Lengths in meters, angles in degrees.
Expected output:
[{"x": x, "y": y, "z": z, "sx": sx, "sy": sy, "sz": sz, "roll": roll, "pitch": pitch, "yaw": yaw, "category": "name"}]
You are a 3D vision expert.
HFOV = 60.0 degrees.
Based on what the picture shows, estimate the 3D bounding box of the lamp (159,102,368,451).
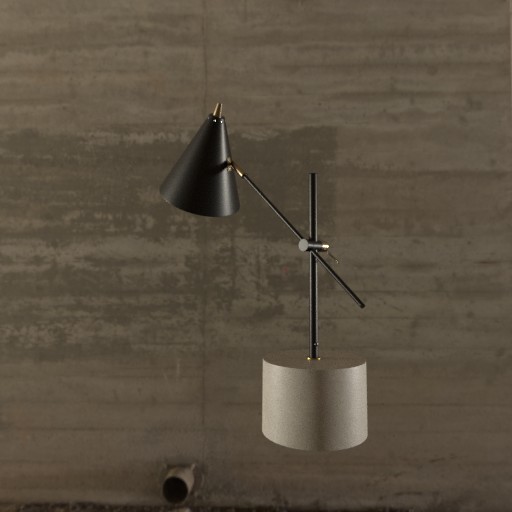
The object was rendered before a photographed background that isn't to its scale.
[{"x": 0.000, "y": 0.000, "z": 0.730, "sx": 0.214, "sy": 0.518, "sz": 0.403, "roll": 1, "pitch": -2, "yaw": -34, "category": "lamp"}]
